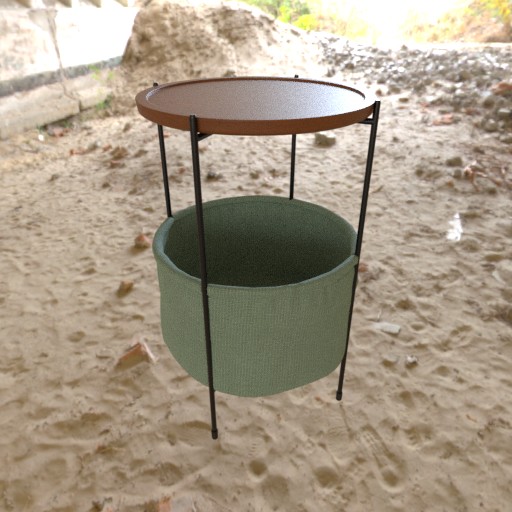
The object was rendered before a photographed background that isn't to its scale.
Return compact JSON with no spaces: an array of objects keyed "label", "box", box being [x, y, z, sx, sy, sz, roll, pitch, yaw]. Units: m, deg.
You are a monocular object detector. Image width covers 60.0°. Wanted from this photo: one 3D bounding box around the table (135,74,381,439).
[{"label":"table","box":[0.000,0.000,0.879,0.400,0.623,0.400,-11,31,-18]}]
